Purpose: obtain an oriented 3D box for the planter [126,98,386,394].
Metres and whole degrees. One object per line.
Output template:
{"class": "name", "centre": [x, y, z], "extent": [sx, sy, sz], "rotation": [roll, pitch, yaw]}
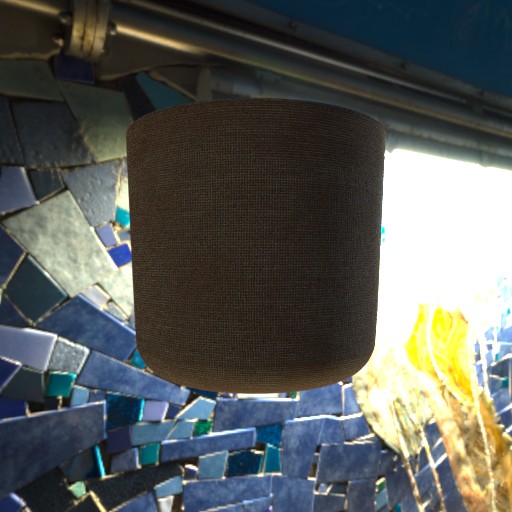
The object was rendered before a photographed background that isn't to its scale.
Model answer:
{"class": "planter", "centre": [0.000, 0.000, 0.780], "extent": [0.440, 0.398, 0.440], "rotation": [0, -1, 0]}
